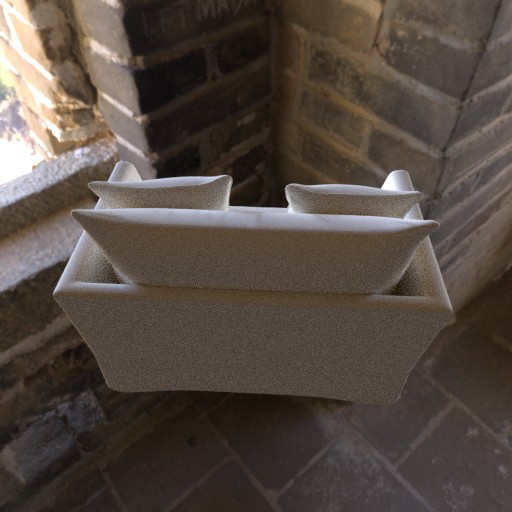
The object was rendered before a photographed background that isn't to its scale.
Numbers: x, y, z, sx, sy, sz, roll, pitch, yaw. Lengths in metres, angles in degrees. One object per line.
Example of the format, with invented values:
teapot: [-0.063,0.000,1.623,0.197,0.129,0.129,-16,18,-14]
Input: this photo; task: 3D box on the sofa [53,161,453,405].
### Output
sofa: [0.000,0.000,2.242,1.608,1.039,1.026,2,45,2]
